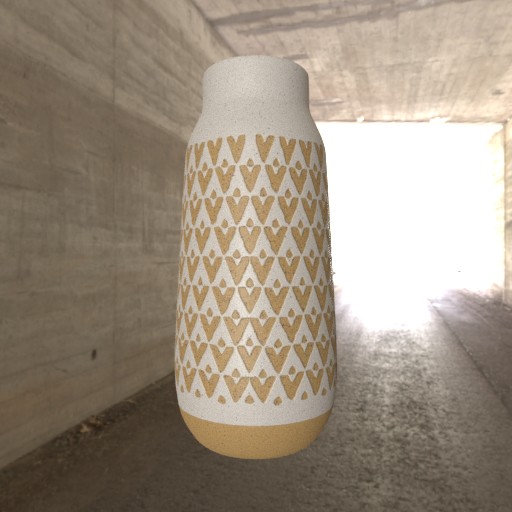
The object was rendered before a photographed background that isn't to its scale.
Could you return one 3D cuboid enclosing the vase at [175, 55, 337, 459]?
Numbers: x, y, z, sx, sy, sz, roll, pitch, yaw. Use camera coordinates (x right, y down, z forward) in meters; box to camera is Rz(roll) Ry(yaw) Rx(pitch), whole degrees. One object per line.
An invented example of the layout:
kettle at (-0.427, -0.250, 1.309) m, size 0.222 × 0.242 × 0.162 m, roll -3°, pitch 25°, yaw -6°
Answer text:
vase at (0.000, 0.000, 0.381) m, size 0.137 × 0.307 × 0.137 m, roll 0°, pitch 0°, yaw 0°
